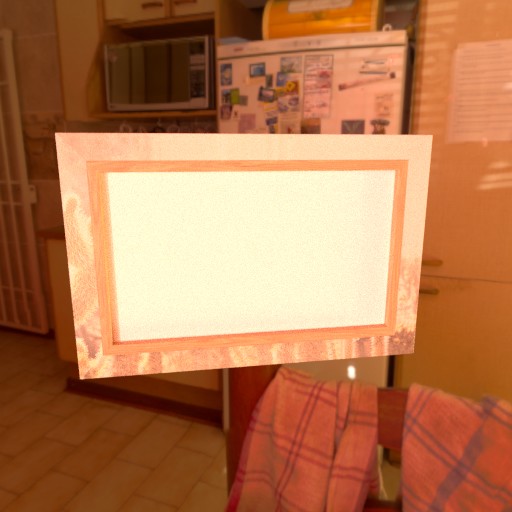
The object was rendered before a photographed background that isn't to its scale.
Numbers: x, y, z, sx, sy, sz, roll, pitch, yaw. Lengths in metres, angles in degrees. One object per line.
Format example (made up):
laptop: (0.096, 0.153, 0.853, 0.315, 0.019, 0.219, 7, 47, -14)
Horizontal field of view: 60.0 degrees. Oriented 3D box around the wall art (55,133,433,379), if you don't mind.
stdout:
wall art: (0.000, 0.000, 1.908, 1.525, 1.012, 0.038, -2, 14, -9)
